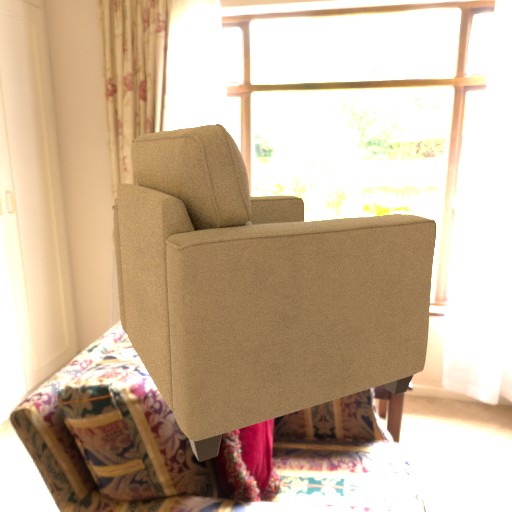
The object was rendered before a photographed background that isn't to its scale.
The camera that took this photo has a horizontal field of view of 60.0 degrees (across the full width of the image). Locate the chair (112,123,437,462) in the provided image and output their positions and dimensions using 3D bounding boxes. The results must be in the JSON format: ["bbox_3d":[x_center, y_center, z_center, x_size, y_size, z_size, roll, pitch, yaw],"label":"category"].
[{"bbox_3d":[0.000,0.000,1.774,0.939,0.965,1.015,-7,15,-27],"label":"chair"}]
